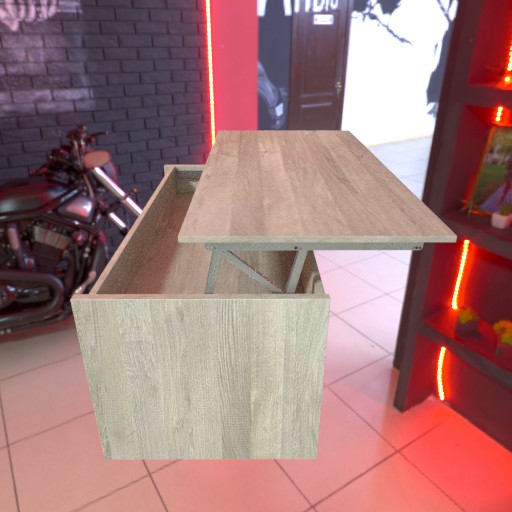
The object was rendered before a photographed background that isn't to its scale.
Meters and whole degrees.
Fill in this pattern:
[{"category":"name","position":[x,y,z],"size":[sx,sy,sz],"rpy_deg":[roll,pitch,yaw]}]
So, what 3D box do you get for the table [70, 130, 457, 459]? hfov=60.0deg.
[{"category":"table","position":[0.000,0.000,1.360],"size":[0.712,0.570,1.000],"rpy_deg":[0,26,0]}]
